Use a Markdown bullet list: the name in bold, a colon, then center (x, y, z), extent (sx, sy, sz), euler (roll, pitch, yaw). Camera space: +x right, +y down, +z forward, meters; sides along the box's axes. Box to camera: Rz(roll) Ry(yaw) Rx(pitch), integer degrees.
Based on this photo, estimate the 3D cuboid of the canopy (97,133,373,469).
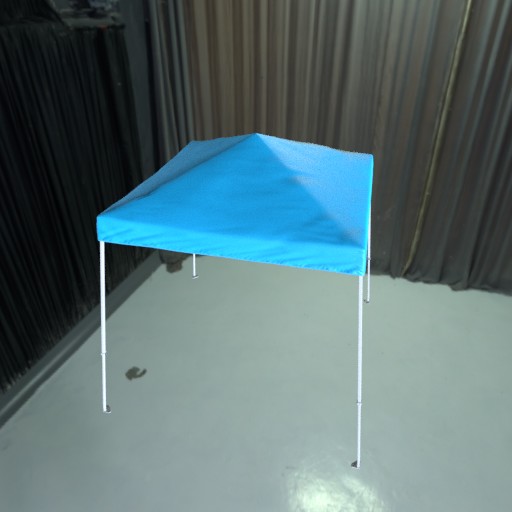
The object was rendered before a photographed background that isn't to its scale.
- **canopy**: center (0.000, 0.000, 5.139), extent (2.849, 2.849, 2.848), euler (7, 32, 12)
